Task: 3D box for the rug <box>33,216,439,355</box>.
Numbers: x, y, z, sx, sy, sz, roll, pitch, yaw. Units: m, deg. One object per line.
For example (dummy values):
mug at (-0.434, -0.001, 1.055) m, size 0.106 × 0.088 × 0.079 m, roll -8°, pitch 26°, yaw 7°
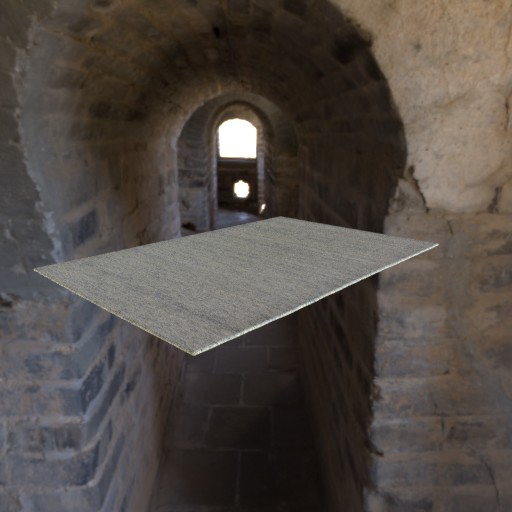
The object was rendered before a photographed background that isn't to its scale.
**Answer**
rug at (0.000, 0.000, 2.916) m, size 1.523 × 0.017 × 2.263 m, roll 15°, pitch 22°, yaw 41°
